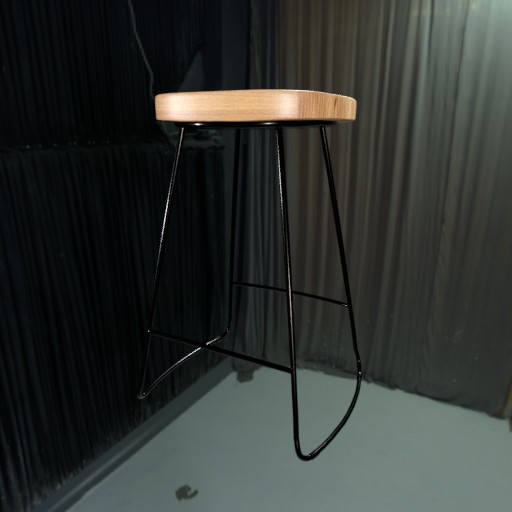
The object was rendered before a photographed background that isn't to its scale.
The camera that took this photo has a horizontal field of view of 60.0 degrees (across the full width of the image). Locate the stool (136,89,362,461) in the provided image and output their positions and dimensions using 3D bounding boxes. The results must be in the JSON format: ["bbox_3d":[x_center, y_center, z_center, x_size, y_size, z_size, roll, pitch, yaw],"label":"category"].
[{"bbox_3d":[0.000,0.000,1.000,0.480,0.679,0.401,9,19,28],"label":"stool"}]
